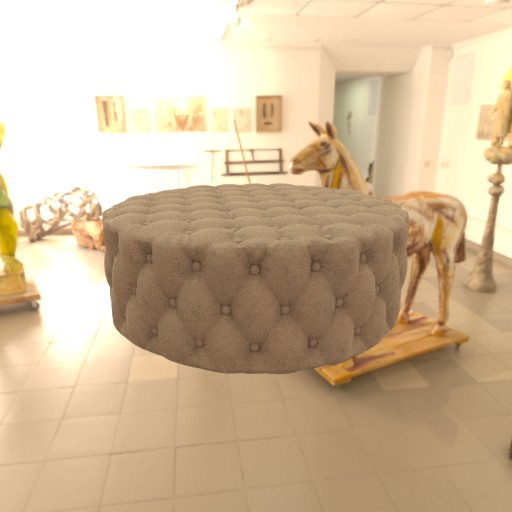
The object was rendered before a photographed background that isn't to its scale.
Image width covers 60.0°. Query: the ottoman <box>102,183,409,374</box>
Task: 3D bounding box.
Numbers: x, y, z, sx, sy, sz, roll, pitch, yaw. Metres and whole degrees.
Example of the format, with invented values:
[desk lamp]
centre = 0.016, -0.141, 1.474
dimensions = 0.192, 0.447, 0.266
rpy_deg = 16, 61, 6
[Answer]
[ottoman]
centre = 0.000, 0.000, 1.538
dimensions = 0.998, 0.399, 0.998
rpy_deg = 0, 17, 0
